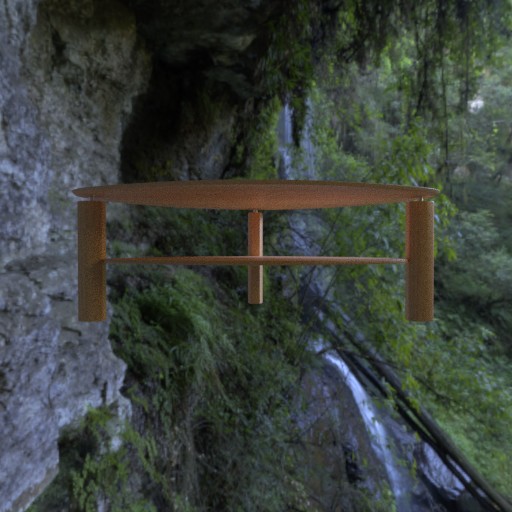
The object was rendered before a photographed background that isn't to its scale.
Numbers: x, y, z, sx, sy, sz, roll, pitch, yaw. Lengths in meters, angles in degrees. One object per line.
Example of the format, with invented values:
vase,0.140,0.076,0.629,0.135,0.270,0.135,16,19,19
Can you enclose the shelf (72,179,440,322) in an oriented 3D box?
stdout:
shelf,0.000,0.000,1.647,1.246,0.440,0.845,0,1,0
